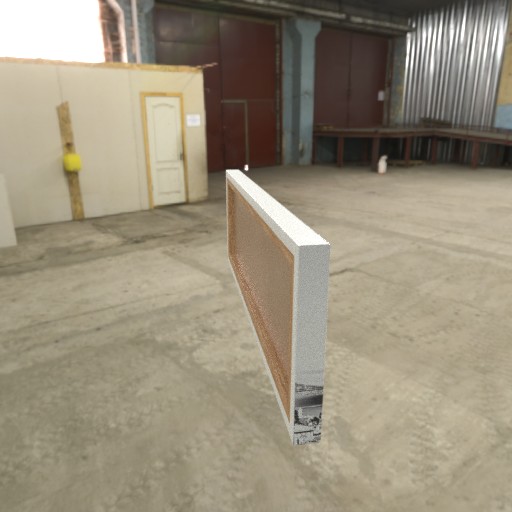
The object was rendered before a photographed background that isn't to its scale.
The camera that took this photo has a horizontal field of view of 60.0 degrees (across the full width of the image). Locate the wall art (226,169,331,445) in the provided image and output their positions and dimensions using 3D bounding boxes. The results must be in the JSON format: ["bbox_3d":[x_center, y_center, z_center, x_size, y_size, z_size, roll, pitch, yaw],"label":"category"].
[{"bbox_3d":[0.000,0.000,0.873,0.036,0.256,0.766,-3,17,-9],"label":"wall art"}]
